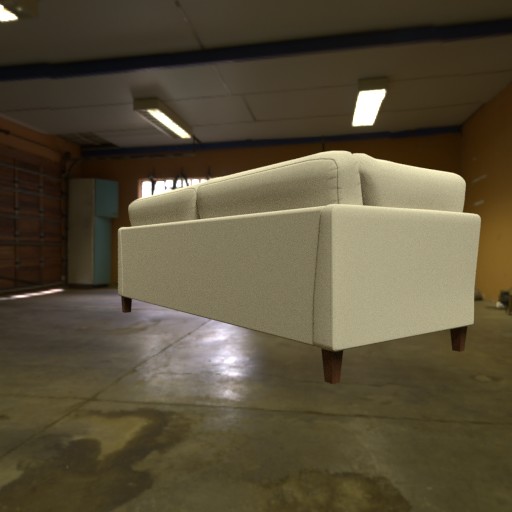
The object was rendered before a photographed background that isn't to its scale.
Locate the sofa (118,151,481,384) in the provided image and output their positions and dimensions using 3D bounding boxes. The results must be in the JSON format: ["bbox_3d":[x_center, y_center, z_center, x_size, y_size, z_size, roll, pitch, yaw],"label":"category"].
[{"bbox_3d":[0.000,0.000,2.701,0.957,0.863,2.301,-1,1,-36],"label":"sofa"}]
